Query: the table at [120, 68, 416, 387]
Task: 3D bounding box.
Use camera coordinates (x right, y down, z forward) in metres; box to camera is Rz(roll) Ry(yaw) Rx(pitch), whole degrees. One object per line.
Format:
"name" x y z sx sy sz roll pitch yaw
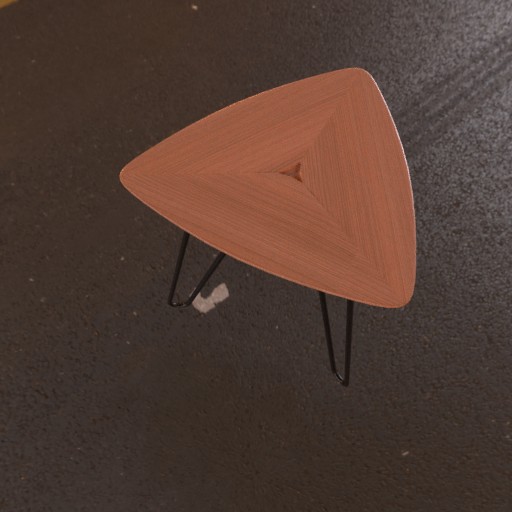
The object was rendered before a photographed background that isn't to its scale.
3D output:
"table" 0.000 0.000 0.909 0.455 0.564 0.442 -1 64 -1
